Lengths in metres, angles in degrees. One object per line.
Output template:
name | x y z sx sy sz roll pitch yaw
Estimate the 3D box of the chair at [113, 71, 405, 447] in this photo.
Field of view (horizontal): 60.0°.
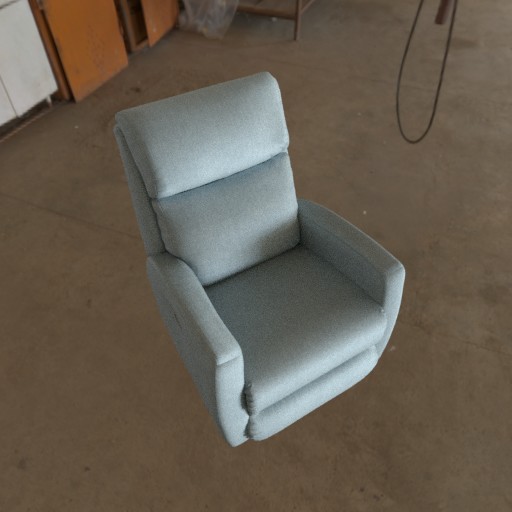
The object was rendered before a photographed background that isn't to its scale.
chair | 0.000 0.000 1.675 0.794 1.016 0.940 -24 52 -21
